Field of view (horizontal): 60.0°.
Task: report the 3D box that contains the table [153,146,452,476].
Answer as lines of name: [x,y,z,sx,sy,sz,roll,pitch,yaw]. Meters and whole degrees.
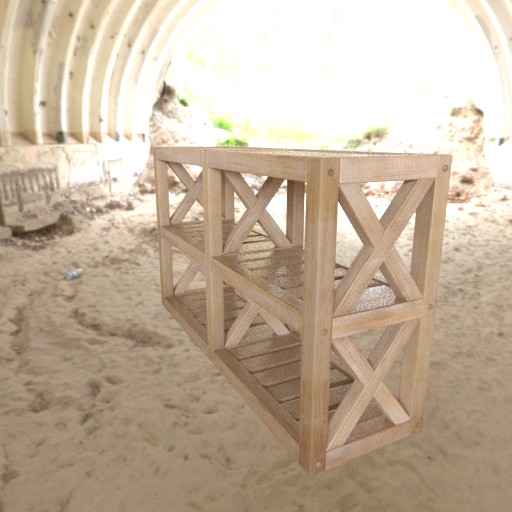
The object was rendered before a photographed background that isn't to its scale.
table: [0.000,0.000,1.629,0.381,0.762,1.320,-8,17,-26]
